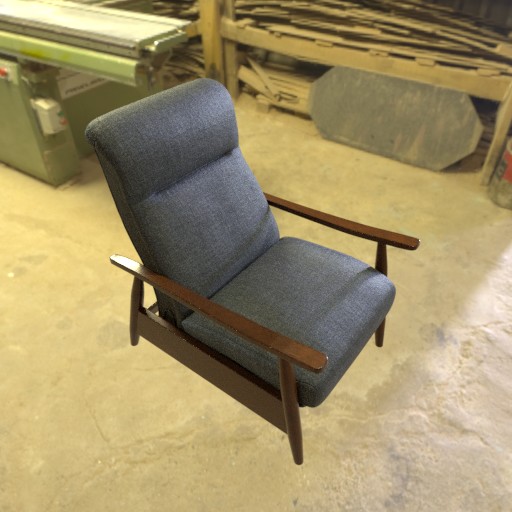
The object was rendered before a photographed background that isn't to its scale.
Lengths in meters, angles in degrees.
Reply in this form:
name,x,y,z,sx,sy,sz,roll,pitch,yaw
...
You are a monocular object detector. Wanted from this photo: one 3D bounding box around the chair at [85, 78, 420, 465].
name,x,y,z,sx,sy,sz,roll,pitch,yaw
chair,0.000,0.000,1.772,1.030,1.082,0.762,26,46,28
